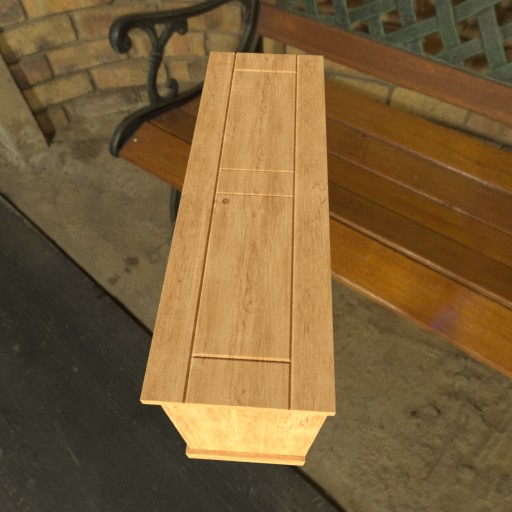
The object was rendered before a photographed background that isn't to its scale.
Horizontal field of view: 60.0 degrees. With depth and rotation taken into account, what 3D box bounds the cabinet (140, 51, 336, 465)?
[{"bbox_3d":[0.000,0.000,1.673,0.432,0.810,1.321,3,57,2],"label":"cabinet"}]
